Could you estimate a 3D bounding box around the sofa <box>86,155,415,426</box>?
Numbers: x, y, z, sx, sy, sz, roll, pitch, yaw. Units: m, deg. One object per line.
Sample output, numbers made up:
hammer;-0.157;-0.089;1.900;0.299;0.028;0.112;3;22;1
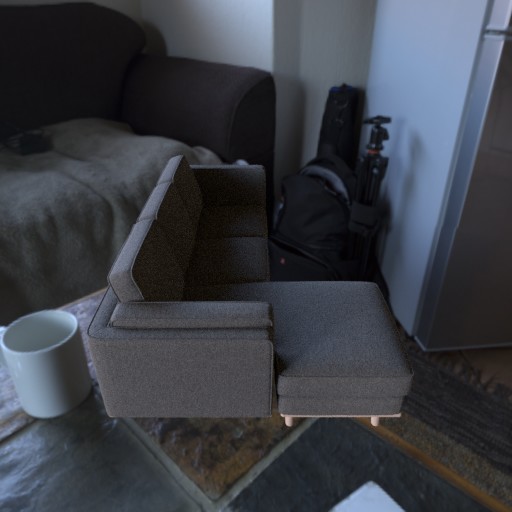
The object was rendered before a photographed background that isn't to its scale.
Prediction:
sofa;0.000;0.000;3.177;1.604;0.929;2.411;0;30;0
